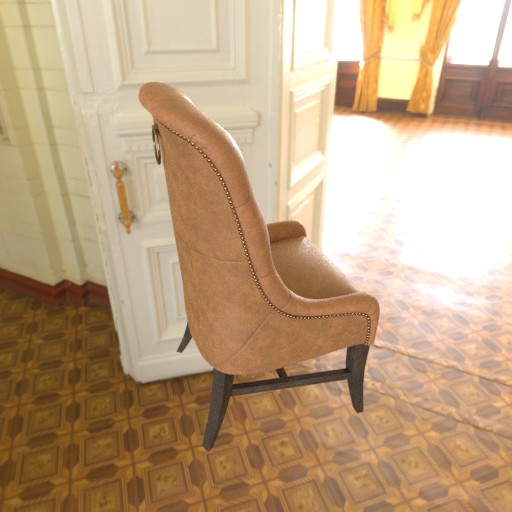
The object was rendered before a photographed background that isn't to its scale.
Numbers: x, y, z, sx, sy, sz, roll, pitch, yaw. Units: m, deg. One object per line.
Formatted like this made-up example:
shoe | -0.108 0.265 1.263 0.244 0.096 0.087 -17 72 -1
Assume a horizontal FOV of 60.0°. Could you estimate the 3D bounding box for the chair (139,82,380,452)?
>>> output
chair | 0.000 0.000 1.474 0.629 1.091 0.634 -9 31 -16
